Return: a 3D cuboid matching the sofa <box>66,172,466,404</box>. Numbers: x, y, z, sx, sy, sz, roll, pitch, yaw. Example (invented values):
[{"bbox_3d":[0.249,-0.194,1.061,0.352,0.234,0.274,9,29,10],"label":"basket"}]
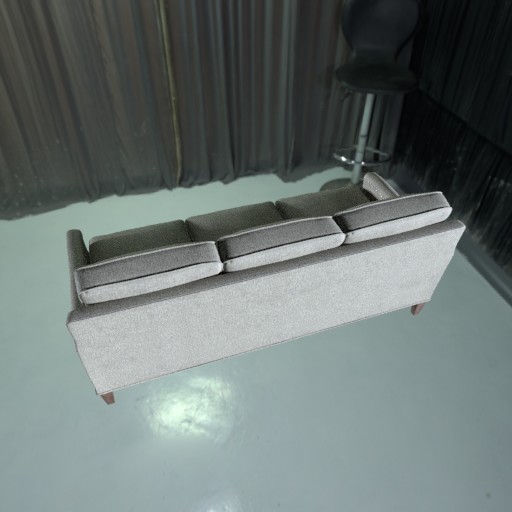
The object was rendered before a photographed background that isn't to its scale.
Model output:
[{"bbox_3d":[0.000,0.000,2.842,2.246,1.003,1.084,-13,43,-14],"label":"sofa"}]
